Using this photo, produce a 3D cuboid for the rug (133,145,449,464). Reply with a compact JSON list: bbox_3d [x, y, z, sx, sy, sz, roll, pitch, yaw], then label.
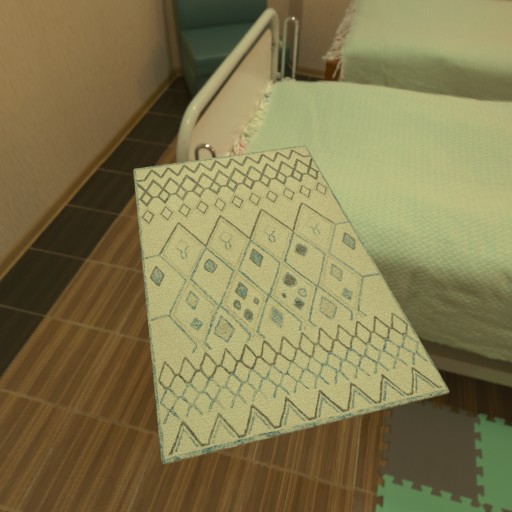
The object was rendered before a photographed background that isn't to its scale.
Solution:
[{"bbox_3d":[0.000,0.000,3.043,1.524,0.015,2.439,-10,47,-9],"label":"rug"}]
